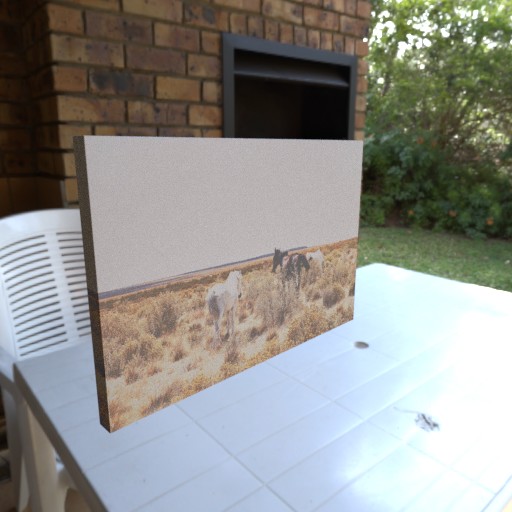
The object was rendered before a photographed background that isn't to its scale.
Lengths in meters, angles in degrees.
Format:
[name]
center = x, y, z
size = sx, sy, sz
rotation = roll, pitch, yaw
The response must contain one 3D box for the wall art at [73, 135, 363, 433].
[wall art]
center = 0.000, 0.000, 1.194
size = 0.914, 0.610, 0.050
rotation = -13, 19, -43
